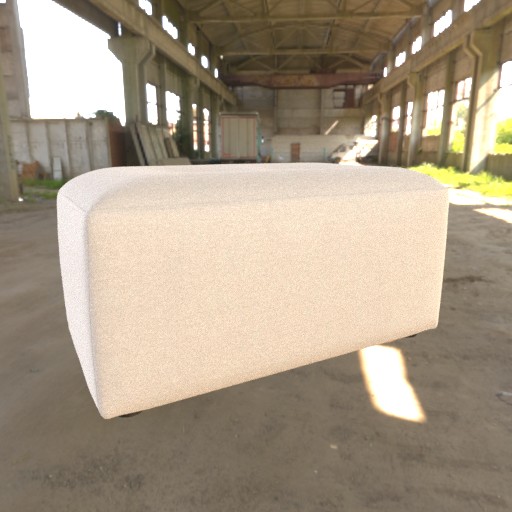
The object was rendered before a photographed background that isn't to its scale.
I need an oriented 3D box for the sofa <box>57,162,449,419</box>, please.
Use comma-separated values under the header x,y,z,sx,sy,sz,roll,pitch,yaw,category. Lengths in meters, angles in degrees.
x,y,z,sx,sy,sz,roll,pitch,yaw,category
0.000,0.000,1.184,0.930,0.470,0.480,-8,16,-28,sofa
